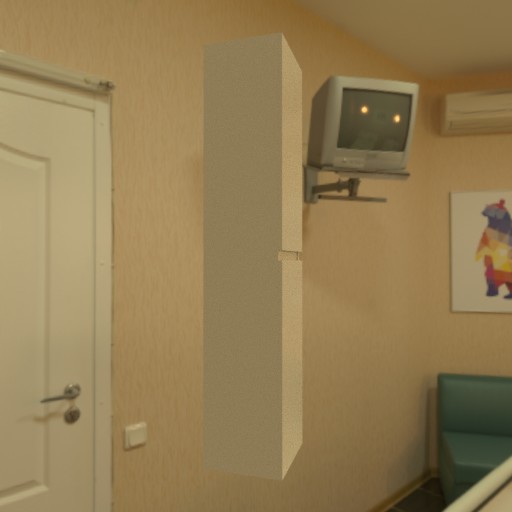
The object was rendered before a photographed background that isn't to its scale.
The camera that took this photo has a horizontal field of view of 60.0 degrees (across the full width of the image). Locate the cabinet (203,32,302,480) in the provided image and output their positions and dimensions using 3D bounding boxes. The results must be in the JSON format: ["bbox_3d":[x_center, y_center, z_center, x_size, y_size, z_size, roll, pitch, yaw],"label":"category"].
[{"bbox_3d":[0.000,0.000,1.567,0.269,1.400,0.300,0,-1,18],"label":"cabinet"}]
